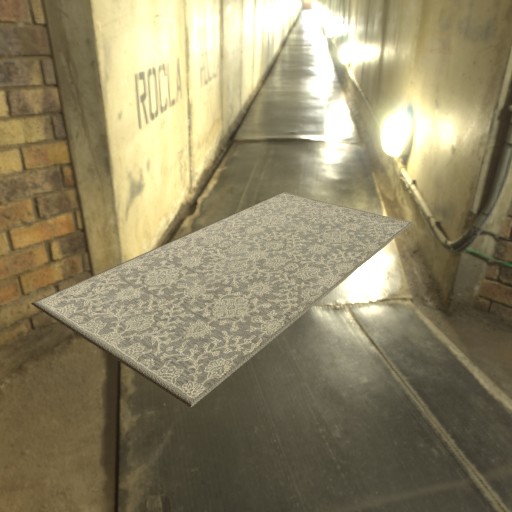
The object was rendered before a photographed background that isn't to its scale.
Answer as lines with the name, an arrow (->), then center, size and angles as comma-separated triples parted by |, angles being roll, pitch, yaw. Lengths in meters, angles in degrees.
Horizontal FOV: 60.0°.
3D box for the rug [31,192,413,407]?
rug -> 0.000, 0.000, 3.695 | 1.546, 0.011, 3.048 | 19, 32, 33
